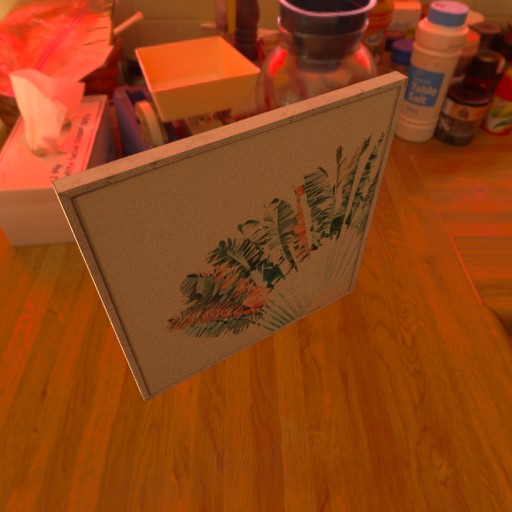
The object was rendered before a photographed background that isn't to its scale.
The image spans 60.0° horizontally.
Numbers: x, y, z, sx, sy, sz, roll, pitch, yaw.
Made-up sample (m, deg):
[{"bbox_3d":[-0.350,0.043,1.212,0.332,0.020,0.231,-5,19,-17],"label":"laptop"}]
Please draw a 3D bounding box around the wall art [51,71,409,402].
[{"bbox_3d":[0.000,0.000,1.124,0.760,0.757,0.038,-24,52,-21],"label":"wall art"}]
